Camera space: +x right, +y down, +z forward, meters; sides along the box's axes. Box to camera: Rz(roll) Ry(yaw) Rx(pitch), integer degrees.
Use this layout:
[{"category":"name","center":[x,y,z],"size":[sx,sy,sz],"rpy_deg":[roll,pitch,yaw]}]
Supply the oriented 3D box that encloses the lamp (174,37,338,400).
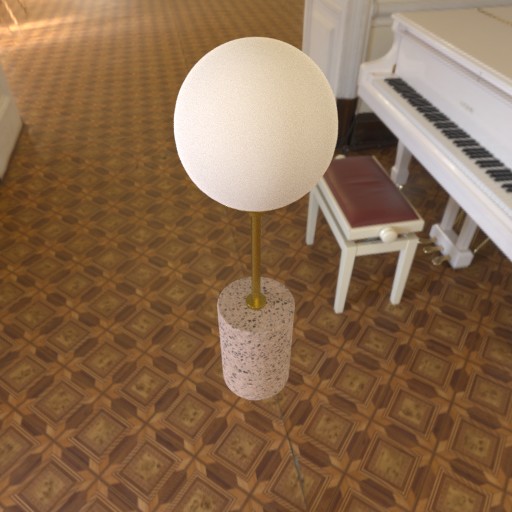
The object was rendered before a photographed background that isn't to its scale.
[{"category":"lamp","center":[0.000,0.000,0.528],"size":[0.153,0.480,0.153],"rpy_deg":[0,42,0]}]
